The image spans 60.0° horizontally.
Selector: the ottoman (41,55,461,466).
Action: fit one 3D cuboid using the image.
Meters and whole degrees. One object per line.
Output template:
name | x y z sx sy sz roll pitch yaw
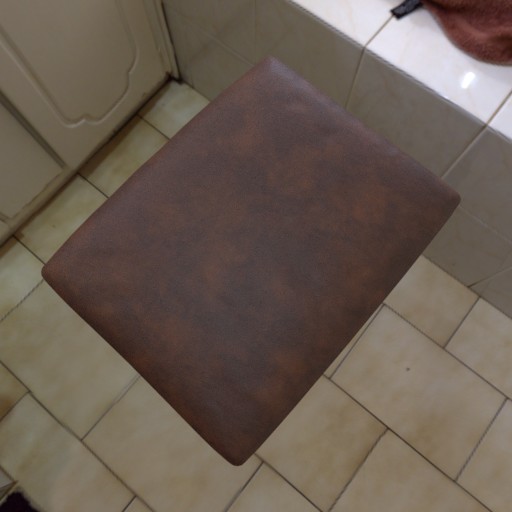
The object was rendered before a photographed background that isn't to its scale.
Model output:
ottoman | 0.000 0.000 1.105 0.586 0.486 0.742 41 78 11
